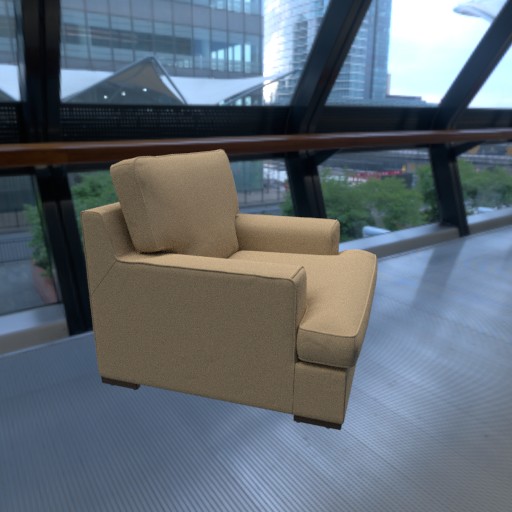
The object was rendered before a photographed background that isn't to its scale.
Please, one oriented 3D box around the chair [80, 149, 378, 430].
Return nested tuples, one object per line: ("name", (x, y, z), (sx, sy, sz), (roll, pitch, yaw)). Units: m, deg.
("chair", (0.000, 0.000, 2.224), (1.274, 1.005, 1.293), (3, 16, 10))
